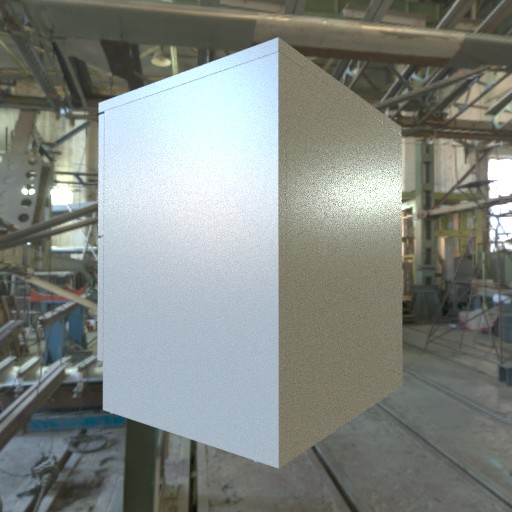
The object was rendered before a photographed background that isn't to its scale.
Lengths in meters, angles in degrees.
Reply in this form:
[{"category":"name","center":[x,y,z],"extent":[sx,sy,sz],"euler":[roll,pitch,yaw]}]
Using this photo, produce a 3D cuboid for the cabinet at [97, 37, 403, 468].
[{"category":"cabinet","center":[0.000,0.000,0.748],"extent":[0.360,0.470,0.400],"euler":[-1,-1,37]}]
